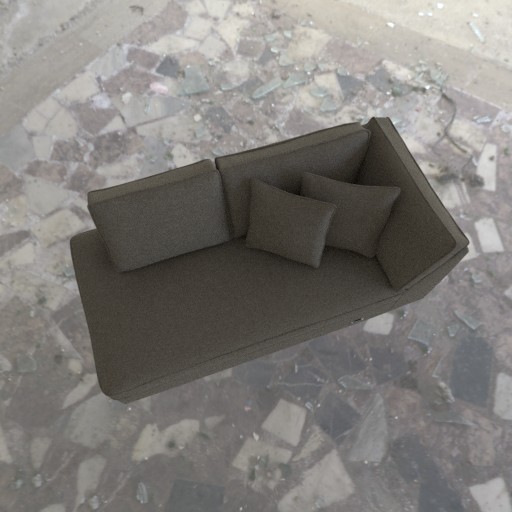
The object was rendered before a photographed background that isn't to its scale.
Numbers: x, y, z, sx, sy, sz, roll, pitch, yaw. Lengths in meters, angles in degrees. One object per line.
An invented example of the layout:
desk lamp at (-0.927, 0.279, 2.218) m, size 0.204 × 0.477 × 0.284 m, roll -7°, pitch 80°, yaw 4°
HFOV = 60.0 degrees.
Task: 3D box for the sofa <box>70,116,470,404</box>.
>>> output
sofa at (0.000, 0.000, 2.837) m, size 2.237 × 1.033 × 1.110 m, roll -18°, pitch 66°, yaw -8°
